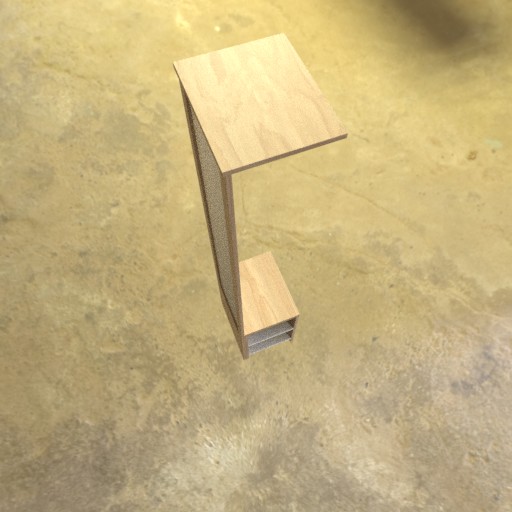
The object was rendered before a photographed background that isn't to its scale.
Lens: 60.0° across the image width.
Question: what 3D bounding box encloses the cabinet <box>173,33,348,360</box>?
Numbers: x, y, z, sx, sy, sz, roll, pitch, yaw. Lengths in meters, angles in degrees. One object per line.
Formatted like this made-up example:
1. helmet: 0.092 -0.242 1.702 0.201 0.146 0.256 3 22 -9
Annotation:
1. cabinet: 0.000 0.000 2.014 0.338 1.879 0.411 -19 65 -10
